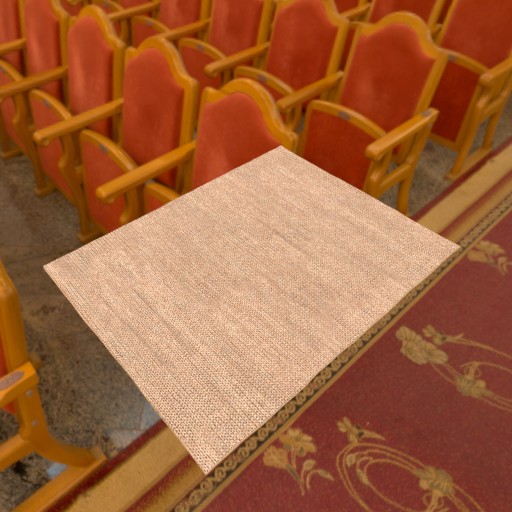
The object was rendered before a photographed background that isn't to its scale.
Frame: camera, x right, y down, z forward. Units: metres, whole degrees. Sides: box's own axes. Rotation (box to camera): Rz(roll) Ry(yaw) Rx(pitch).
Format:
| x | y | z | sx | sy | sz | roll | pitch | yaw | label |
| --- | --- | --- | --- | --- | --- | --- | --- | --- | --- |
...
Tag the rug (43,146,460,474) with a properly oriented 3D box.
| x | y | z | sx | sy | sz | roll | pitch | yaw | label |
| --- | --- | --- | --- | --- | --- | --- | --- | --- | --- |
| 0.000 | 0.000 | 4.114 | 3.052 | 0.030 | 2.429 | -33 | 54 | -28 | rug |
